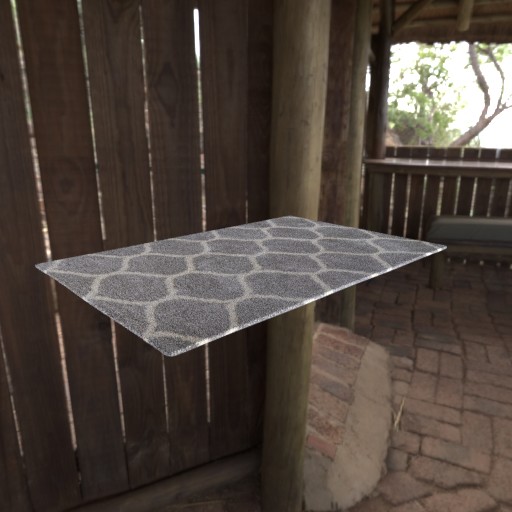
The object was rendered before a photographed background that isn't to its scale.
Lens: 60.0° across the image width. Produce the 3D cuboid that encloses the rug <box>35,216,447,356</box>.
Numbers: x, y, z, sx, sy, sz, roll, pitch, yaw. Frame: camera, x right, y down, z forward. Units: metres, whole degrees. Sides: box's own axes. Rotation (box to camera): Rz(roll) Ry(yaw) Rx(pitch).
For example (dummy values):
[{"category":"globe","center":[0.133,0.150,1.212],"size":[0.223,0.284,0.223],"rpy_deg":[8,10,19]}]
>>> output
[{"category":"rug","center":[0.000,0.000,3.451],"size":[2.701,0.026,1.801],"rpy_deg":[-15,22,-41]}]
